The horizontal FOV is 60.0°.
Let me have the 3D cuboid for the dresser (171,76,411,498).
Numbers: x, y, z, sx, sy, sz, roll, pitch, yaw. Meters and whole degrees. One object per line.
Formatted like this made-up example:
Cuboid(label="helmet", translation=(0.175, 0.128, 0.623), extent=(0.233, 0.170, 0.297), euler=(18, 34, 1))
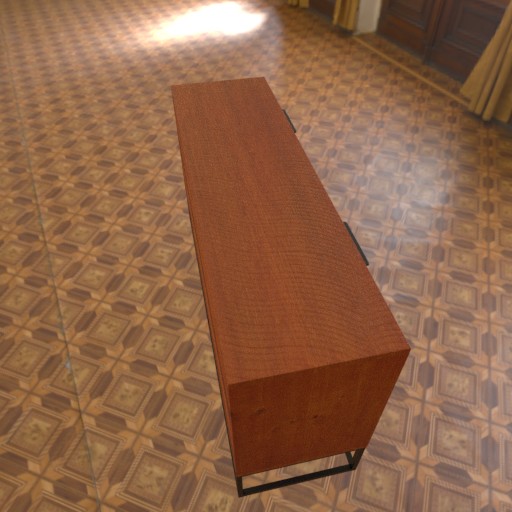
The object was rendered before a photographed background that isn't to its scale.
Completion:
Cuboid(label="dresser", translation=(0.000, 0.000, 1.832), extent=(0.464, 0.810, 1.536), euler=(-9, 46, -9))
